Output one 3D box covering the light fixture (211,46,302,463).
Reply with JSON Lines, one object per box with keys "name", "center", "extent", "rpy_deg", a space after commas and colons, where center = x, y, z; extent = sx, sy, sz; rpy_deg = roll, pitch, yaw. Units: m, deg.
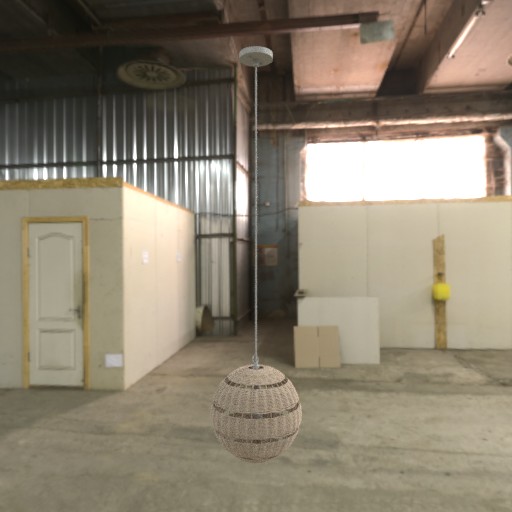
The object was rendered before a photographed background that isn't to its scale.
{"name": "light fixture", "center": [0.000, 0.000, 2.224], "extent": [0.457, 2.019, 0.457], "rpy_deg": [0, 1, 35]}
